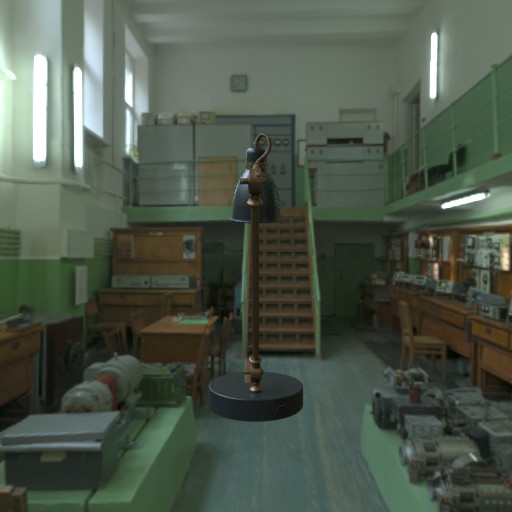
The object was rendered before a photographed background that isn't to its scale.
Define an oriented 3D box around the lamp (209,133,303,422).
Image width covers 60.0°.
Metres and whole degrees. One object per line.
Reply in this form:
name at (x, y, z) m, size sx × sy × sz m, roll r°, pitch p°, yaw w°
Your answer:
lamp at (0.000, 0.000, 0.907) m, size 0.187 × 0.587 × 0.561 m, roll 0°, pitch 1°, yaw 0°
